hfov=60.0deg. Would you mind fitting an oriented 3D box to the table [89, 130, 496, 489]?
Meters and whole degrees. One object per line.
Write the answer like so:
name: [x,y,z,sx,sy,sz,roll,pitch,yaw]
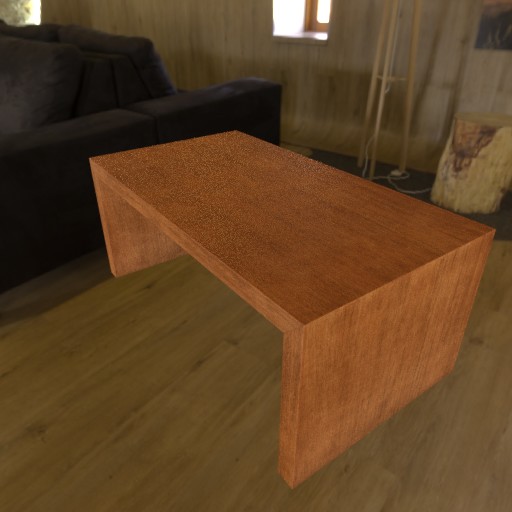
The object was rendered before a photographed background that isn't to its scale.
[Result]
table: [0.000,0.000,1.267,0.549,0.419,1.000,-20,36,-31]
